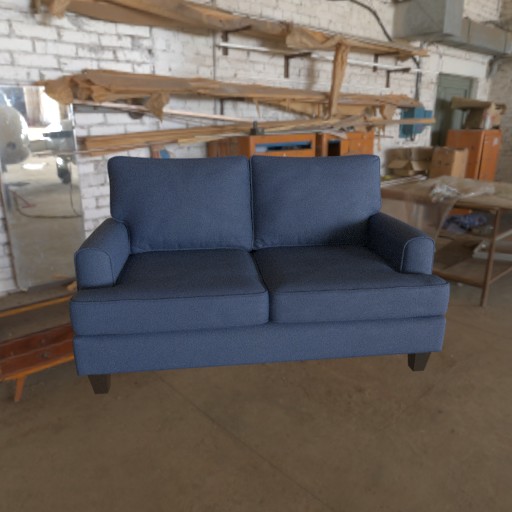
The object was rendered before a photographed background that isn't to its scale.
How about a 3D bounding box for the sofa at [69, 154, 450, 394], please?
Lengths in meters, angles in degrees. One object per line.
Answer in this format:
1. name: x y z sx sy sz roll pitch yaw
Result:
1. sofa: 0.000 0.000 2.264 1.651 0.965 0.965 -2 17 -7
